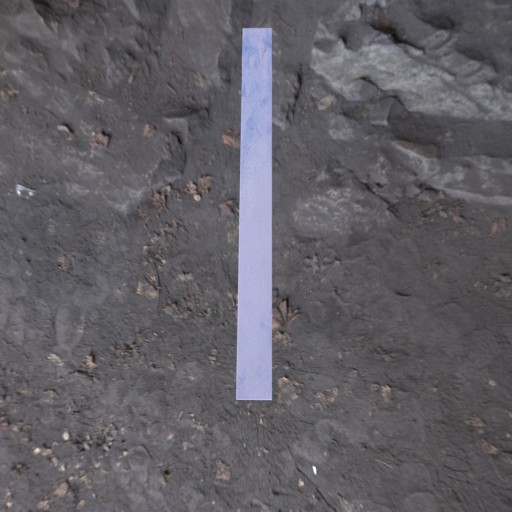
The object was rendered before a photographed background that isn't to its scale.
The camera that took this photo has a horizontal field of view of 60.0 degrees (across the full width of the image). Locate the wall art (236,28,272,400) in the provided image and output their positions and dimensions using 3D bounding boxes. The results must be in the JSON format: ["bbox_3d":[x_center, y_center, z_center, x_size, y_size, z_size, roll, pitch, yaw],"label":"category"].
[{"bbox_3d":[0.000,0.000,0.776,0.036,0.581,0.437,0,76,0],"label":"wall art"}]
